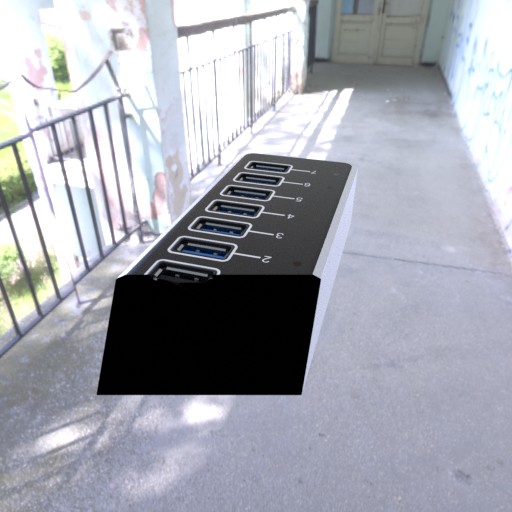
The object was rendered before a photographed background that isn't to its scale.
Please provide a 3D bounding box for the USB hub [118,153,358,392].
[{"bbox_3d":[0.000,0.000,0.128,0.044,0.023,0.110,10,33,15],"label":"USB hub"}]
